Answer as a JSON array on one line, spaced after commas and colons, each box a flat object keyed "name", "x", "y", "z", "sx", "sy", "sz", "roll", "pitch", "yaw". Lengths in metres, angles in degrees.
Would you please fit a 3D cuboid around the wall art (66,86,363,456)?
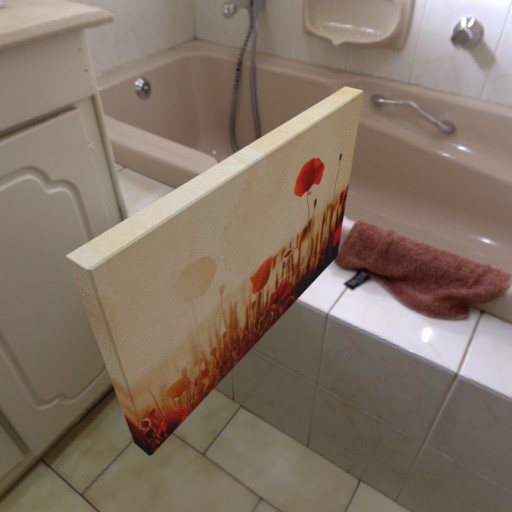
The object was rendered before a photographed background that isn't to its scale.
[{"name": "wall art", "x": 0.000, "y": 0.000, "z": 0.770, "sx": 0.040, "sy": 0.402, "sz": 0.613, "roll": 26, "pitch": 47, "yaw": 27}]
